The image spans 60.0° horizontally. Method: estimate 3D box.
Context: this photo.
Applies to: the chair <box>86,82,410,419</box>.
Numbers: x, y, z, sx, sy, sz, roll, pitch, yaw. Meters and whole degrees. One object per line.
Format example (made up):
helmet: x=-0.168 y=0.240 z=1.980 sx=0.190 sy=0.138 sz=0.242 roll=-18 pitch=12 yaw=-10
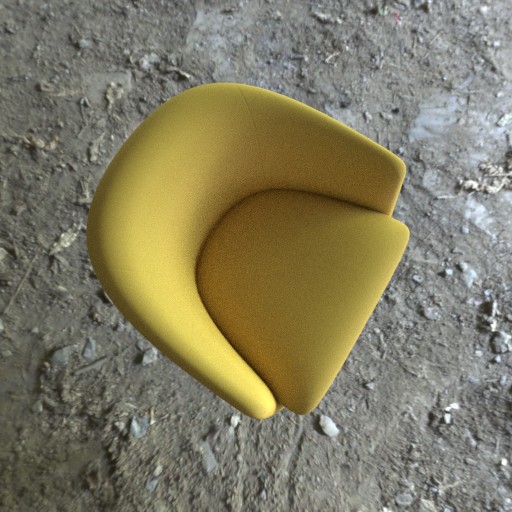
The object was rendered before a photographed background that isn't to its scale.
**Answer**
chair: x=0.000 y=0.000 z=1.349 sx=0.767 sy=0.698 sz=0.773 roll=31 pitch=77 yaw=8
